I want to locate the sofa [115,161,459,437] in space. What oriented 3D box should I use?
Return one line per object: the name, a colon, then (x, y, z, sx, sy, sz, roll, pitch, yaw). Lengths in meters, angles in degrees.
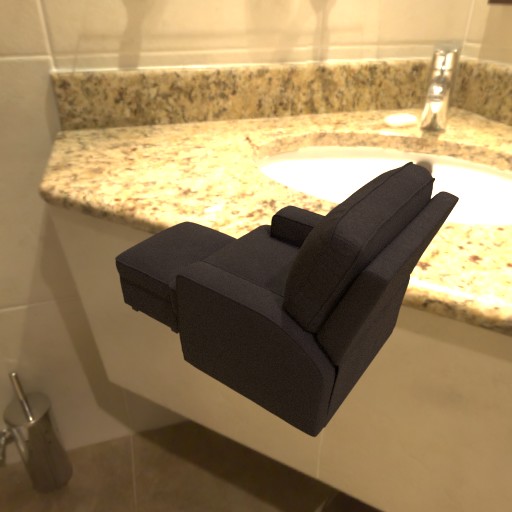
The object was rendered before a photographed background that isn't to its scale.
sofa: (0.000, 0.000, 2.066, 1.472, 0.959, 0.861, 21, 37, 31)
